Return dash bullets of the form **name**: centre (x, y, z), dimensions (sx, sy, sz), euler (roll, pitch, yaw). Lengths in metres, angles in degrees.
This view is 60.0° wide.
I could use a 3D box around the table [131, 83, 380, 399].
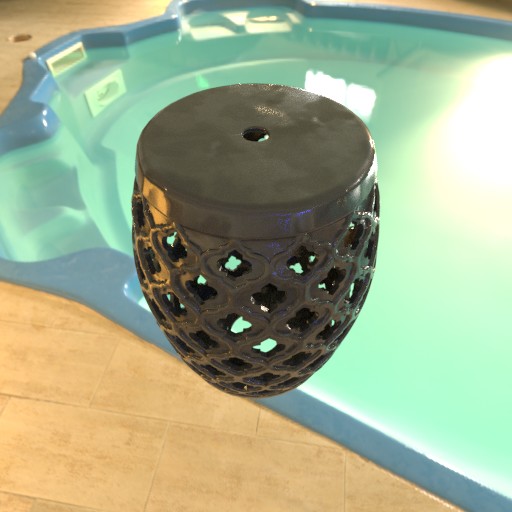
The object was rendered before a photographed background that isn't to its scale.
- **table**: centre (0.000, 0.000, 0.627), dimensions (0.325, 0.388, 0.325), euler (0, 46, 0)
